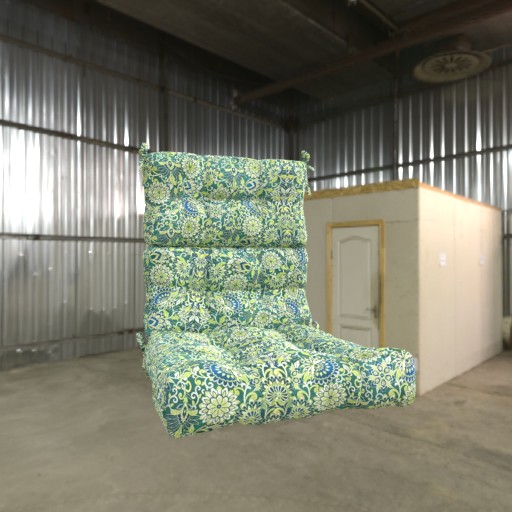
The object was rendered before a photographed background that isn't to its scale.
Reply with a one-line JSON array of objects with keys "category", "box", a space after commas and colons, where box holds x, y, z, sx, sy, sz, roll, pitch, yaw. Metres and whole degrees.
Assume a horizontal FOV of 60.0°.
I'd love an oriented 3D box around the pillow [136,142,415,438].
[{"category": "pillow", "box": [0.000, 0.000, 1.023, 0.519, 0.605, 0.571, 0, 0, -18]}]
